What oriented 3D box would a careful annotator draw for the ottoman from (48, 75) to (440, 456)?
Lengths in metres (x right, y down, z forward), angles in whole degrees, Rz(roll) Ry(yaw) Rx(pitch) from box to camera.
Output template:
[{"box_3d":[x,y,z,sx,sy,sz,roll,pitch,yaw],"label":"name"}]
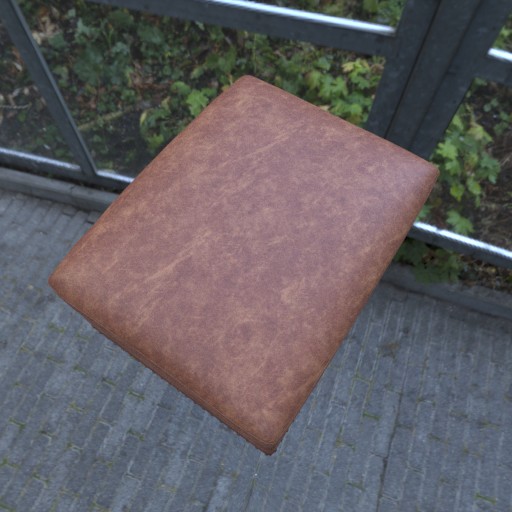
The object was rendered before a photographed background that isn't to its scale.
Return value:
[{"box_3d":[0.000,0.000,1.132,0.586,0.486,0.742,31,68,14],"label":"ottoman"}]
